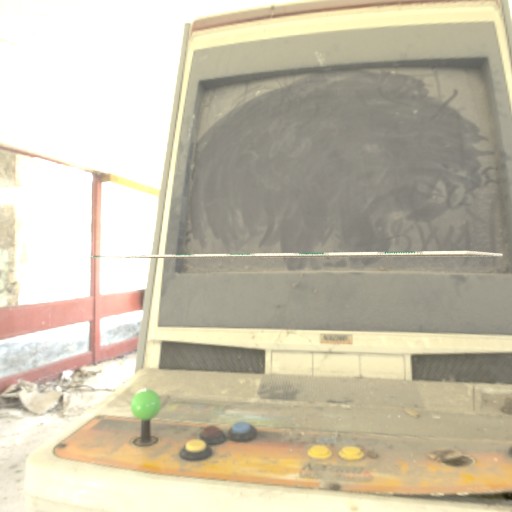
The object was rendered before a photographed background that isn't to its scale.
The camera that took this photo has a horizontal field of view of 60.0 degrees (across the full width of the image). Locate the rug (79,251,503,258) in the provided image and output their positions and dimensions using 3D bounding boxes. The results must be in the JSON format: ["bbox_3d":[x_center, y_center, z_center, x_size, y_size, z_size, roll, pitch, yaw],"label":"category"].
[{"bbox_3d":[0.000,0.000,2.590,2.438,0.012,0.768,0,-1,37],"label":"rug"}]
